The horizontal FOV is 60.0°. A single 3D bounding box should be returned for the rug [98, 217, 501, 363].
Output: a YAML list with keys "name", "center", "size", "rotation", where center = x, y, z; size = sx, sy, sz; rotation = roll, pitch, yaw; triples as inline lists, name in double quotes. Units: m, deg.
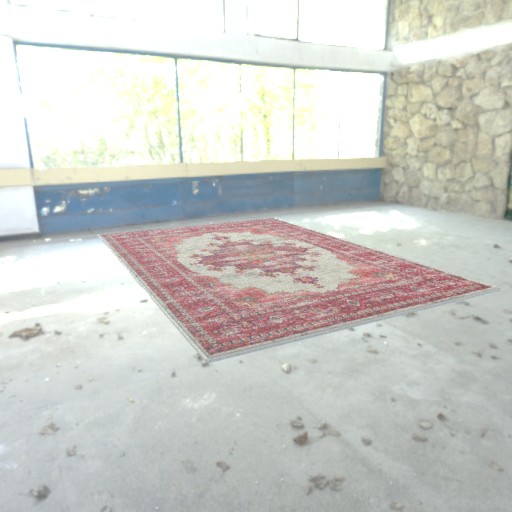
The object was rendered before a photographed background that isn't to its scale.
- name: "rug"
  center: [0.000, 0.000, 2.173]
  size: [1.217, 0.011, 1.747]
  rotation: [-8, 17, -27]
